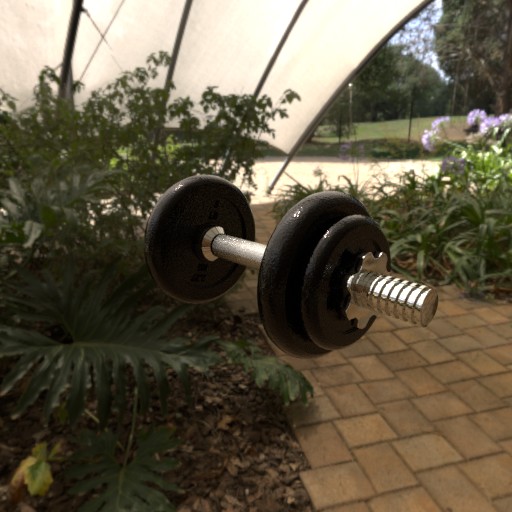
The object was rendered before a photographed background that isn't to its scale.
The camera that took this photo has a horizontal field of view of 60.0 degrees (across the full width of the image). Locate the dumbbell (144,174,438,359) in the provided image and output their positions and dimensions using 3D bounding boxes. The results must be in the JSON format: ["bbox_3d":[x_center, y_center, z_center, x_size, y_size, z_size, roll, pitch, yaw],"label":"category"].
[{"bbox_3d":[0.000,0.000,0.607,0.202,0.202,0.497,-15,22,-41],"label":"dumbbell"}]
